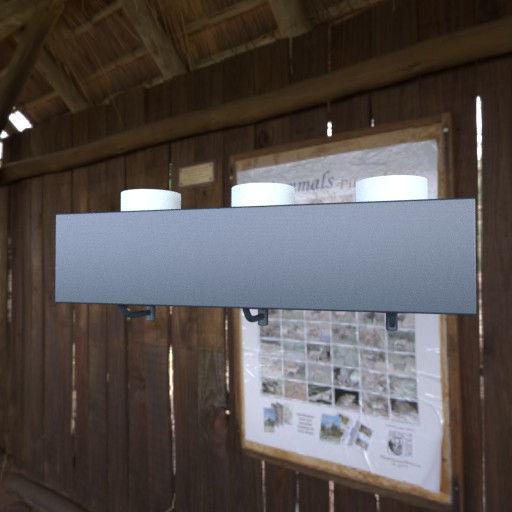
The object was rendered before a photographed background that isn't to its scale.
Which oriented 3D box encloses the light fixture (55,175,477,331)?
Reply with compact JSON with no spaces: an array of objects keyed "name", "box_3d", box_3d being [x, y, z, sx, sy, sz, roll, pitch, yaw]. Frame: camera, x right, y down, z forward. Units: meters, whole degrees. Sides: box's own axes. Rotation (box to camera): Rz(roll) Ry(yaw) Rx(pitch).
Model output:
[{"name":"light fixture","box_3d":[0.000,0.000,0.527,0.451,0.172,0.145,0,-1,17]}]
